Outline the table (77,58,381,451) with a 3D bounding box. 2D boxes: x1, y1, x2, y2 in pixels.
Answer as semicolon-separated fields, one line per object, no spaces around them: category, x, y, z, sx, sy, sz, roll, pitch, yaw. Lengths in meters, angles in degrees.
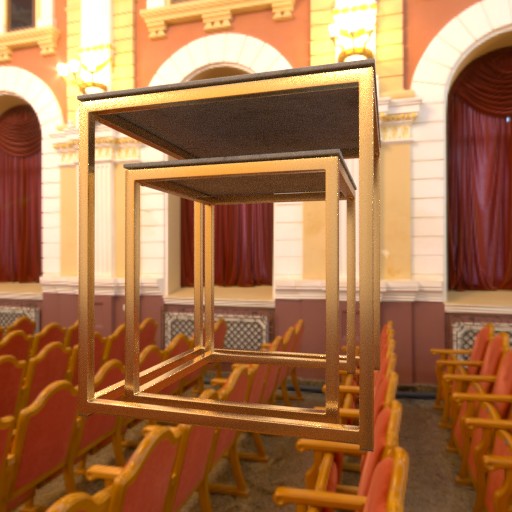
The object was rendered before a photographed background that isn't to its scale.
table;0.000;0.000;0.841;0.450;0.500;0.450;0;0;17
